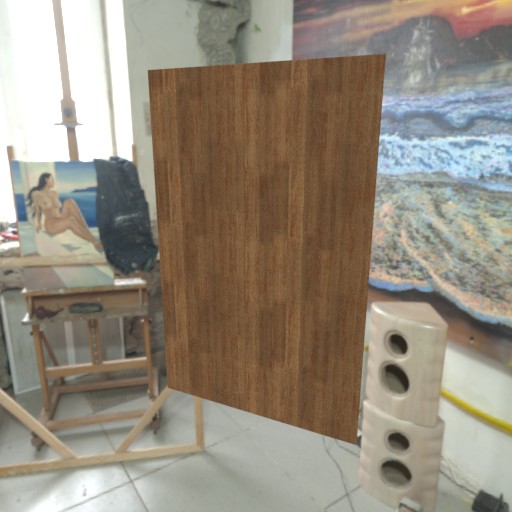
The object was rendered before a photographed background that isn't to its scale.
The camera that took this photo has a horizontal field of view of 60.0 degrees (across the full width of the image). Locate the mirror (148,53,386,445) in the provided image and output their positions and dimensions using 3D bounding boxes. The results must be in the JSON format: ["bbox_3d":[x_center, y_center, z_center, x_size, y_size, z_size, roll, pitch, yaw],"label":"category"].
[{"bbox_3d":[0.000,0.000,1.261,0.651,1.010,0.047,8,18,25],"label":"mirror"}]
